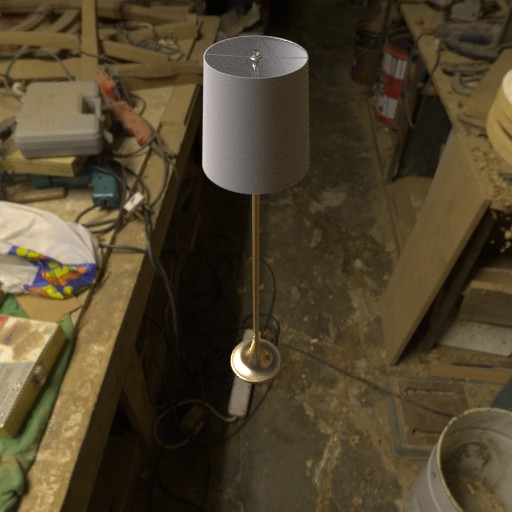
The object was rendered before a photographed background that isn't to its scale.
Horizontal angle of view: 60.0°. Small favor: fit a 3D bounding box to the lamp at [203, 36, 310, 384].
[{"bbox_3d":[0.000,0.000,1.712,0.337,1.543,0.337,0,46,0],"label":"lamp"}]
